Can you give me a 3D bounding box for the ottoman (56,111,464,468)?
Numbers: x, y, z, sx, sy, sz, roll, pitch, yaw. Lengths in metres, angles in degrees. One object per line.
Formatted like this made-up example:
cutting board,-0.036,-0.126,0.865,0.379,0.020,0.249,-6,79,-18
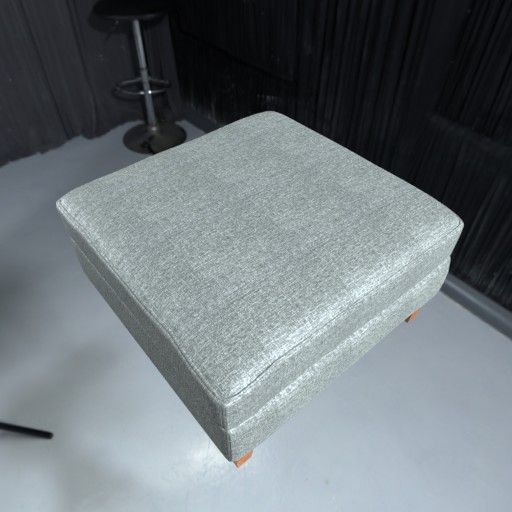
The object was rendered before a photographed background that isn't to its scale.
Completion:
ottoman,0.000,0.000,1.350,0.838,0.481,0.838,-31,53,-27
